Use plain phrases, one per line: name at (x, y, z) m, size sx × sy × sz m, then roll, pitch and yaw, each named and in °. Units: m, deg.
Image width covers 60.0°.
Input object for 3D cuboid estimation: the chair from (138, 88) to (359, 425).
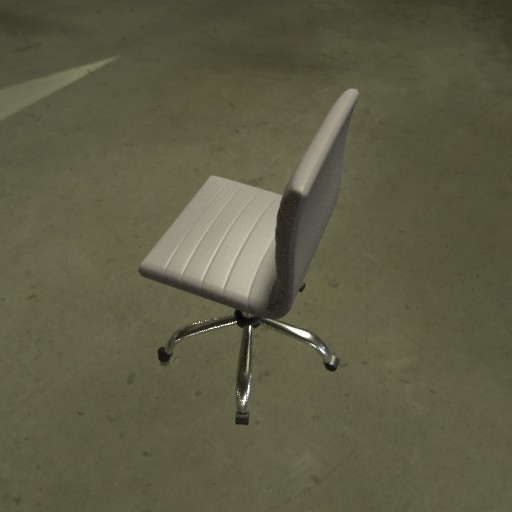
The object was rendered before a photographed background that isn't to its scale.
chair at (0.000, 0.000, 1.132) m, size 0.530 × 0.780 × 0.556 m, roll 16°, pitch 48°, yaw 15°
